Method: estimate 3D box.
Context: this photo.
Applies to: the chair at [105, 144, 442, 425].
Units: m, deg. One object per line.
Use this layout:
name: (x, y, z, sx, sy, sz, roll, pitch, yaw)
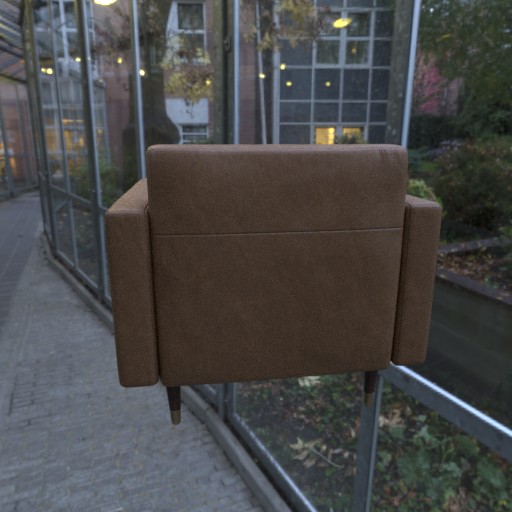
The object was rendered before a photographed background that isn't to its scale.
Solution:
chair: (0.000, 0.000, 1.659, 0.953, 0.819, 0.998, -2, 15, -8)
